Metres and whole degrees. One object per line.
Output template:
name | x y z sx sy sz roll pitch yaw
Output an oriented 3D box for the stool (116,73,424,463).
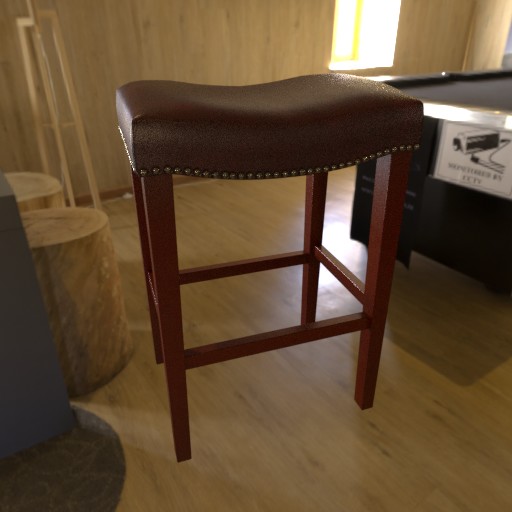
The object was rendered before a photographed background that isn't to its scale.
stool | 0.000 0.000 0.997 0.504 0.742 0.372 -9 29 -17
